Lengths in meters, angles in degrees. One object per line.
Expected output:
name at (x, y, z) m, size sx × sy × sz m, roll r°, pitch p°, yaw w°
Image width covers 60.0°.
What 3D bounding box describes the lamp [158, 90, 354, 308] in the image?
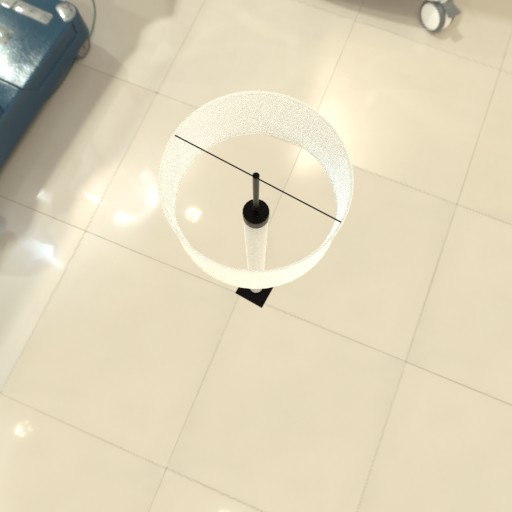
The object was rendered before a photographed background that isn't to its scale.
lamp at (0.000, 0.000, 1.654) m, size 0.420 × 1.475 × 0.420 m, roll 29°, pitch 78°, yaw 6°
